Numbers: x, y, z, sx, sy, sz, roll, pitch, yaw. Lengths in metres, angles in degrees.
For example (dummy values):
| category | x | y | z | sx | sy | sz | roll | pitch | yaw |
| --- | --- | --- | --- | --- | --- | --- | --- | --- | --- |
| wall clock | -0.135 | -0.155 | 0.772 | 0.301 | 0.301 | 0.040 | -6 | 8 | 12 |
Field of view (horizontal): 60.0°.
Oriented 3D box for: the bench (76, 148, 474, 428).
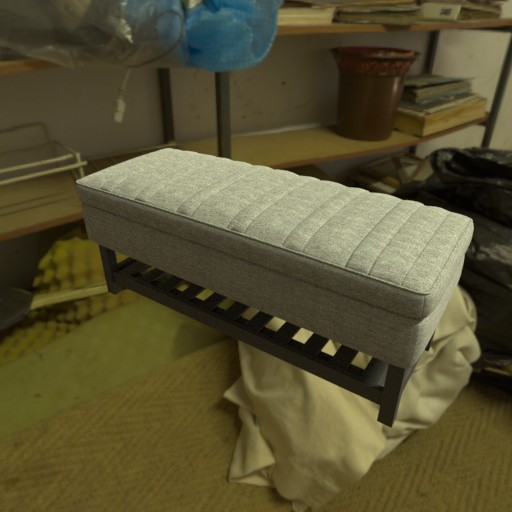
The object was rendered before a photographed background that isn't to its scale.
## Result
| category | x | y | z | sx | sy | sz | roll | pitch | yaw |
| --- | --- | --- | --- | --- | --- | --- | --- | --- | --- |
| bench | 0.000 | 0.000 | 1.347 | 1.100 | 0.470 | 0.429 | 19 | 36 | 29 |
